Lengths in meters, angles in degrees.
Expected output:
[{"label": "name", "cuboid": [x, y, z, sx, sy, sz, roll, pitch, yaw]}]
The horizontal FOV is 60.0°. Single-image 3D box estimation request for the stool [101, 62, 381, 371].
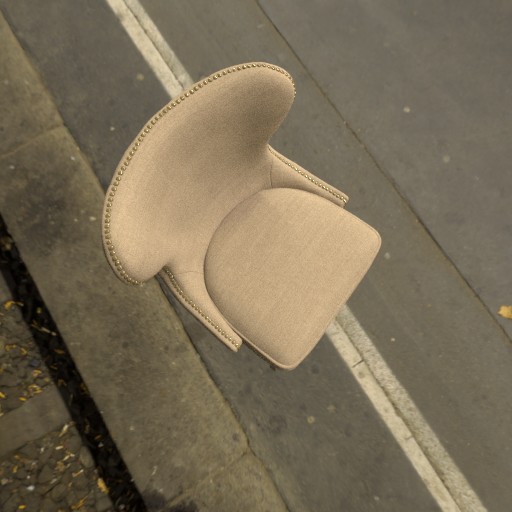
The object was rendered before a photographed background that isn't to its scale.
[{"label": "stool", "cuboid": [0.000, 0.000, 1.379, 0.597, 0.972, 0.615, 36, 77, 9]}]
